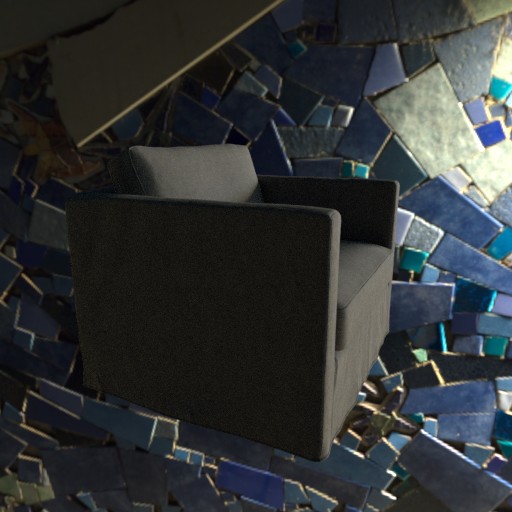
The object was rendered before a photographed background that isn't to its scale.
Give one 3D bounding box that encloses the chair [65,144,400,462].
[{"bbox_3d":[0.000,0.000,1.770,0.949,0.863,1.057,7,16,25],"label":"chair"}]
